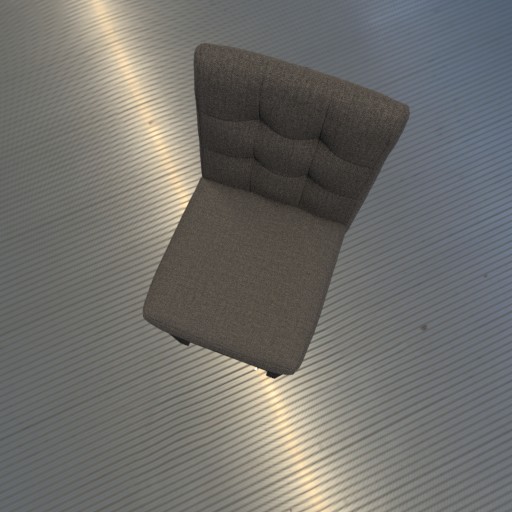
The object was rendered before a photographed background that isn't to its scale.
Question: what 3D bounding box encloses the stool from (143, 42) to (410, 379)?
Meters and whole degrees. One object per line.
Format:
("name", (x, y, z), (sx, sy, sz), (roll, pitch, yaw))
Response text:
("stool", (0.000, 0.000, 1.187), (0.427, 0.885, 0.571), (19, 77, 5))
